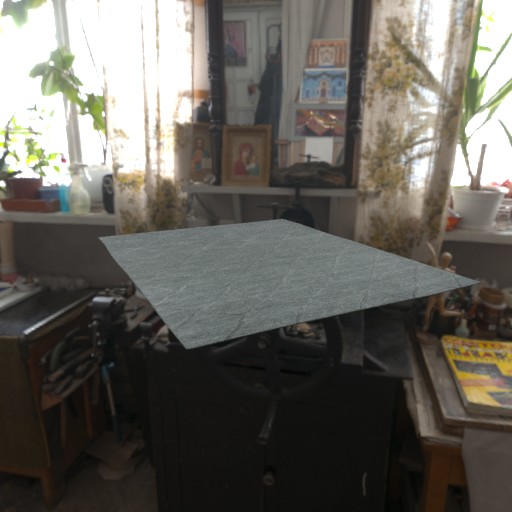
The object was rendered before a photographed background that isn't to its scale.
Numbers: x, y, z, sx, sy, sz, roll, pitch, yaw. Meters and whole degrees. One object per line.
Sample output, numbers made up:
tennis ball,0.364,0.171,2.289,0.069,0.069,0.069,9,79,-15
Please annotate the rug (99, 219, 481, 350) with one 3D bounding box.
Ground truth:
rug,0.000,0.000,4.228,2.438,0.013,3.048,-8,17,-26
